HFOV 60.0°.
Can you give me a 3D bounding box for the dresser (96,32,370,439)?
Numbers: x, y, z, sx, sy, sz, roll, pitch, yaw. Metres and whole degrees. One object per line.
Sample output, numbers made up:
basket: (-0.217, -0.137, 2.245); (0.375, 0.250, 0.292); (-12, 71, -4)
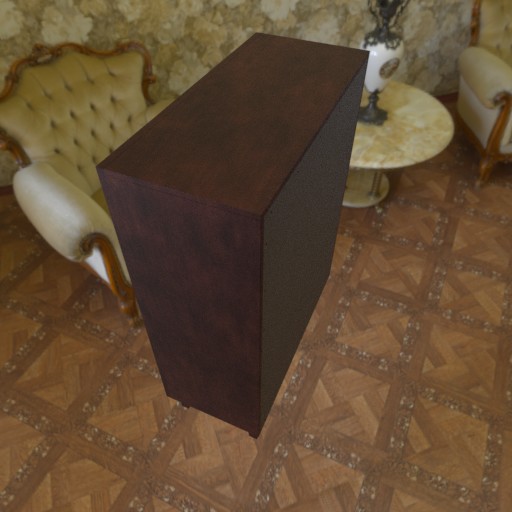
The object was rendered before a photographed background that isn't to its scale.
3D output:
dresser: (0.000, 0.000, 2.014); (0.506, 1.514, 1.072); (18, 49, 16)
